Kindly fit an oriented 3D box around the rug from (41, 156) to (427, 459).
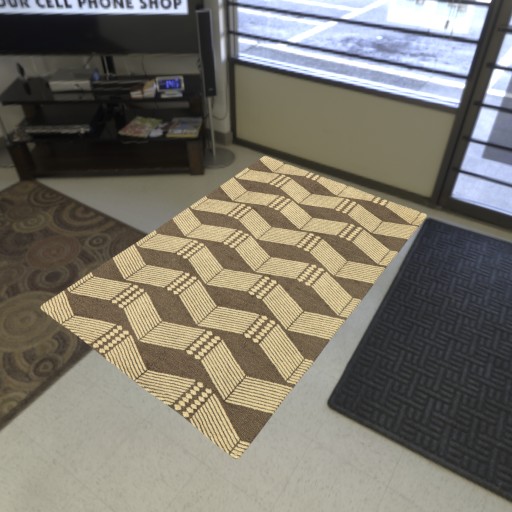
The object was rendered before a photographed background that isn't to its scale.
[{"bbox_3d":[0.000,0.000,2.390,1.210,0.016,1.833,26,48,27],"label":"rug"}]
